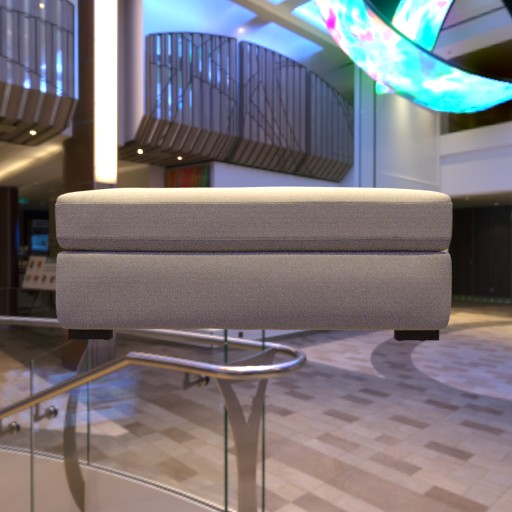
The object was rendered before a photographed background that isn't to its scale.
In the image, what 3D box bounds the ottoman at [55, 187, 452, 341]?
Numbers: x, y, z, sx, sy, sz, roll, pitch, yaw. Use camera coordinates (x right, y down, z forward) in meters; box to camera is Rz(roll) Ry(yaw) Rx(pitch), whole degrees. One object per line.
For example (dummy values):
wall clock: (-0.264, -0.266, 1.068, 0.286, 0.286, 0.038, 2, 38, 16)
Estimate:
ottoman: (0.000, 0.000, 1.817, 1.167, 0.482, 1.163, 0, 1, 1)
